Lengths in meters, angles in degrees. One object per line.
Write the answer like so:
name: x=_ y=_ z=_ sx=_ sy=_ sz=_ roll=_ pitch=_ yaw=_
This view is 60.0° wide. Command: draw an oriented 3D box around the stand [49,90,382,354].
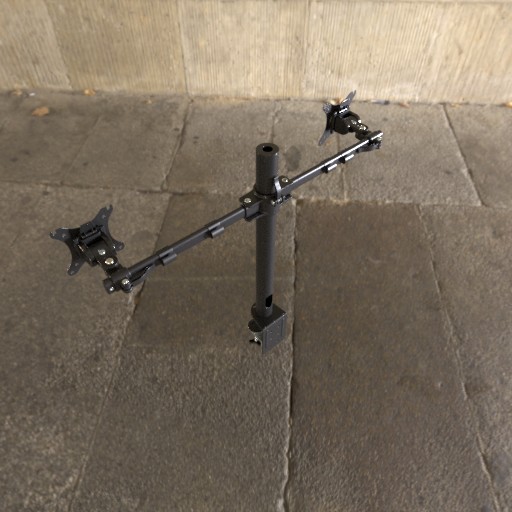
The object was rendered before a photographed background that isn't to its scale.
stand: x=0.000 y=0.000 z=1.017 sx=0.743 sy=0.603 sz=0.150 roll=-32 pitch=55 yaw=-26
